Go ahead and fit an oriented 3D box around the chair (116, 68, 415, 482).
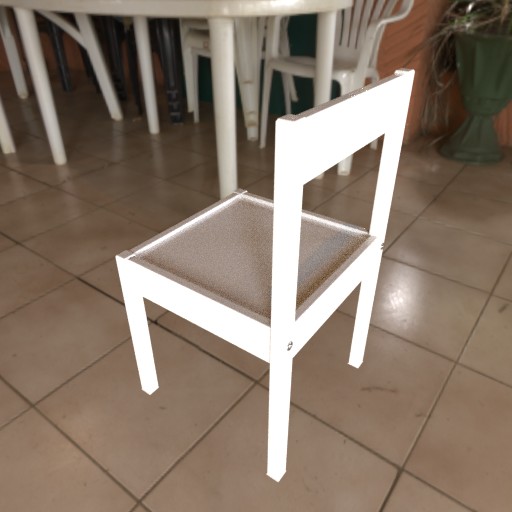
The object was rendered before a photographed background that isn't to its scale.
[{"bbox_3d":[0.000,0.000,0.656,0.285,0.505,0.285,21,38,30],"label":"chair"}]
